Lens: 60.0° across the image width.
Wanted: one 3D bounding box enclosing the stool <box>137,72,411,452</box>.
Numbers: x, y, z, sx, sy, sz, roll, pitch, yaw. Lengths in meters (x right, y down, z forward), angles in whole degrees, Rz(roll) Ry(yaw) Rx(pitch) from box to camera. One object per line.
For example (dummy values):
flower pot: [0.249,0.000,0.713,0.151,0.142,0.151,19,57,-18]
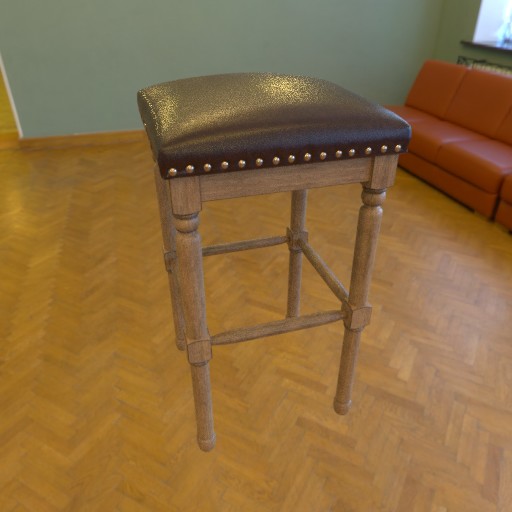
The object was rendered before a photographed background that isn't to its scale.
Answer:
stool: [0.000,0.000,0.926,0.383,0.702,0.382,-9,33,-14]
